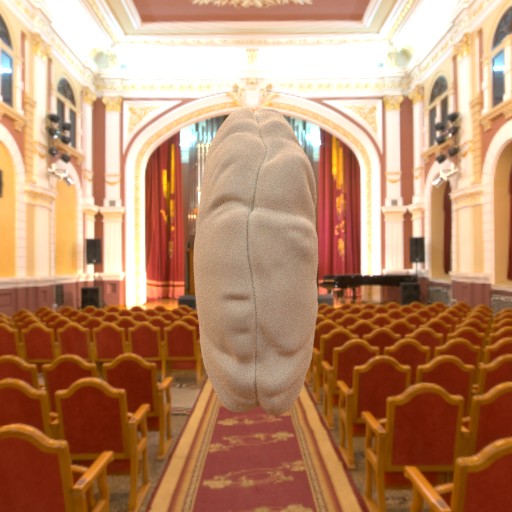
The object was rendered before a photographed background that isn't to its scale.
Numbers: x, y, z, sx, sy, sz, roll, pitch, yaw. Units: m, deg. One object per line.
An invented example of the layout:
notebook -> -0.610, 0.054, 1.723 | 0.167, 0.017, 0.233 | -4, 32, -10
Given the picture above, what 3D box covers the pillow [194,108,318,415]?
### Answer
pillow -> 0.000, 0.000, 0.643 | 0.148, 0.407, 0.428 | 0, -1, 0
